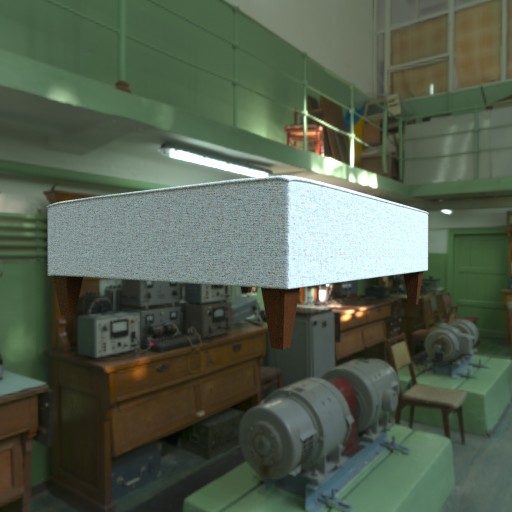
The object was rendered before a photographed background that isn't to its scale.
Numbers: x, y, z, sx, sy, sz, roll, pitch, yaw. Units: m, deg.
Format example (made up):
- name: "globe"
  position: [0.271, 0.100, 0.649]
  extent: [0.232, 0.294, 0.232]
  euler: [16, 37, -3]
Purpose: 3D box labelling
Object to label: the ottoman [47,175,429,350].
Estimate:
- name: "ottoman"
  position: [0.000, 0.000, 1.265]
  extent: [0.736, 0.303, 0.835]
  euler: [1, 1, 36]
